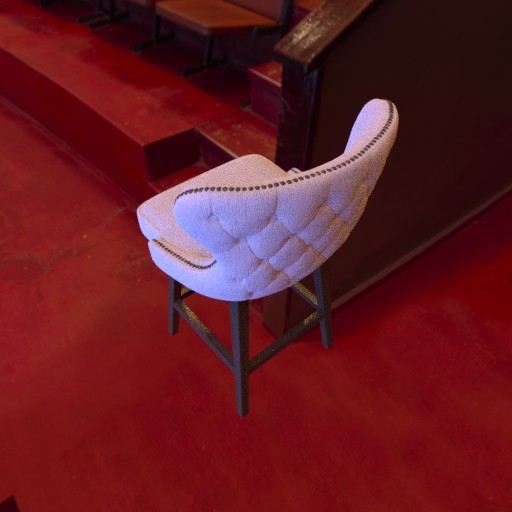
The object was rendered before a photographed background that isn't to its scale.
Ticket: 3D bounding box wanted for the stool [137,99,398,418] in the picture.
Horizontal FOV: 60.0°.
[{"bbox_3d":[0.000,0.000,1.356,0.615,0.972,0.597,-31,53,-27],"label":"stool"}]
